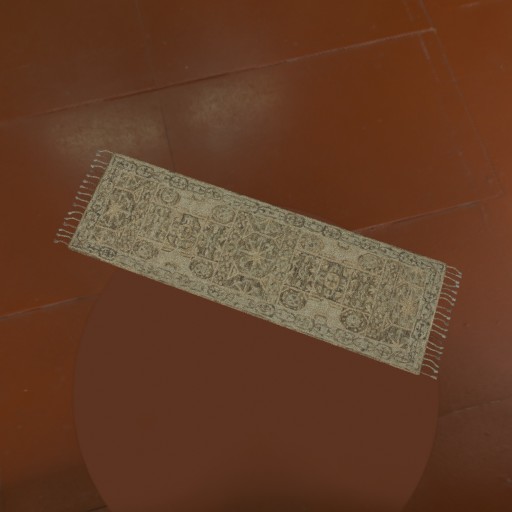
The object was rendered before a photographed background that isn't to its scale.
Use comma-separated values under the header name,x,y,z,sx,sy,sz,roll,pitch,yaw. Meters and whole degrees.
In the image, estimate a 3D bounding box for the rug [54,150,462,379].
name,x,y,z,sx,sy,sz,roll,pitch,yaw
rug,0.000,0.000,2.975,2.664,0.011,0.762,19,76,5
